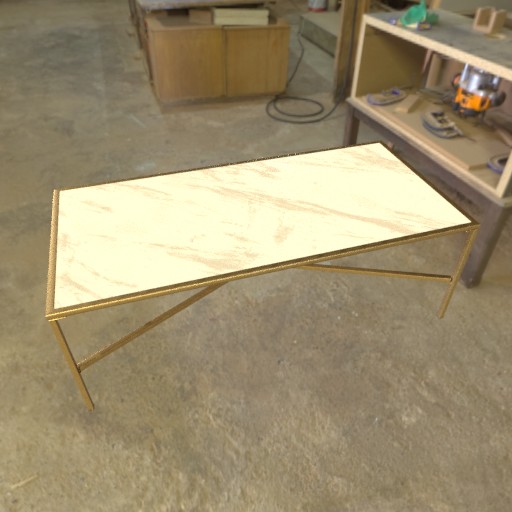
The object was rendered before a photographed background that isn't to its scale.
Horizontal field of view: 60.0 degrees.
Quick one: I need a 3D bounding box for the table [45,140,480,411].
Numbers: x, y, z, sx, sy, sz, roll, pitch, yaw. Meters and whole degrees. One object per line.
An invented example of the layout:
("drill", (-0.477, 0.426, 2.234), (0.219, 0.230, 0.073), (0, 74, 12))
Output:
("table", (0.000, 0.000, 1.496), (1.197, 0.405, 0.577), (-11, 42, -13))
